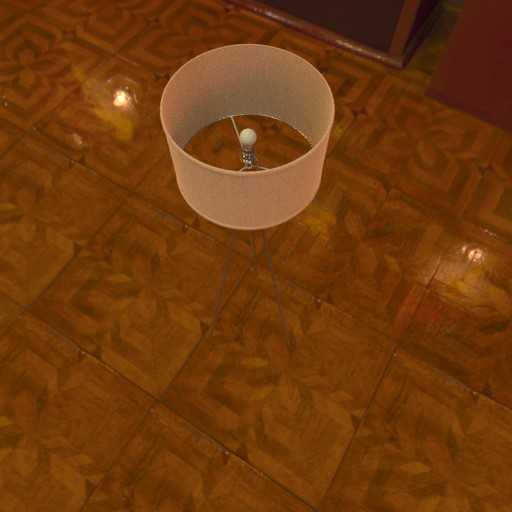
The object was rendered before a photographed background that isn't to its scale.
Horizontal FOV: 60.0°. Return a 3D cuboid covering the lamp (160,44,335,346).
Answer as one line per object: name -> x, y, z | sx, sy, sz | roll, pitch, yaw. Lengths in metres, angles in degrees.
lamp -> 0.000, 0.000, 1.721 | 0.460, 1.545, 0.449 | 31, 68, 15
